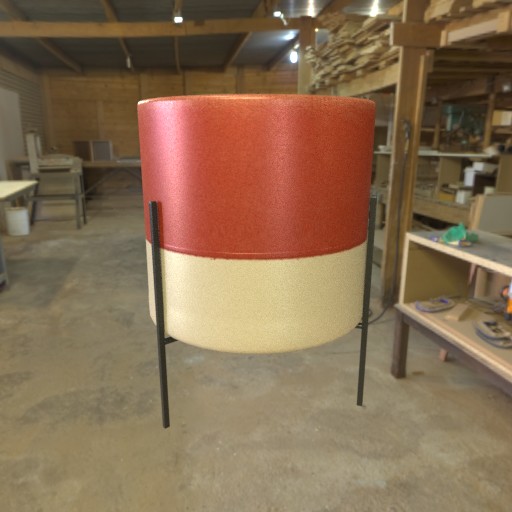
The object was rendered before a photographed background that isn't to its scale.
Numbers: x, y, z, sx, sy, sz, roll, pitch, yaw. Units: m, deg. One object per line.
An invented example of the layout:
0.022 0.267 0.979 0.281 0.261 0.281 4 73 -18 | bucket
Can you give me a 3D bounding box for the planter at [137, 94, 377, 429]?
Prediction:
0.000 0.000 0.718 0.345 0.465 0.354 -3 15 -10 | planter
